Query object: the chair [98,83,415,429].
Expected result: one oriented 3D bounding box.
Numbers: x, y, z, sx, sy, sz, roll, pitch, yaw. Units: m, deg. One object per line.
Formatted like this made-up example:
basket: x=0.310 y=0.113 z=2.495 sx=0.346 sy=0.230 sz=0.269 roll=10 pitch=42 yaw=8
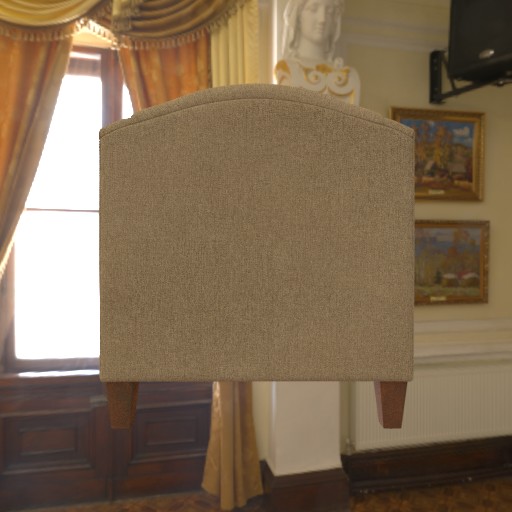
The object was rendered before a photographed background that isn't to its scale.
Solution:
chair: x=0.000 y=0.000 z=1.426 sx=0.763 sy=0.839 sz=0.787 roll=0 pitch=0 yaw=0
